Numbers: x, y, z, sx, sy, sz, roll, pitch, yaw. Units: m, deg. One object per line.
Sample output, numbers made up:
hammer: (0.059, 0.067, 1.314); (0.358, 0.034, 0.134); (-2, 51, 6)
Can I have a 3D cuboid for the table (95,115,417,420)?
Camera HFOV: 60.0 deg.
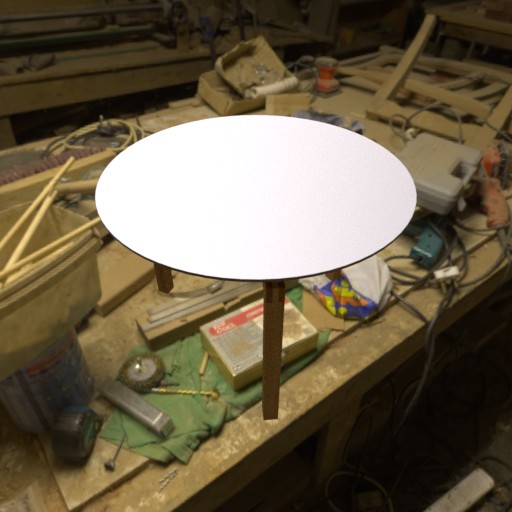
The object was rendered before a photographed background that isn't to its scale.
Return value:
table: (0.000, 0.000, 0.986); (0.600, 0.405, 0.600); (0, 39, 0)
